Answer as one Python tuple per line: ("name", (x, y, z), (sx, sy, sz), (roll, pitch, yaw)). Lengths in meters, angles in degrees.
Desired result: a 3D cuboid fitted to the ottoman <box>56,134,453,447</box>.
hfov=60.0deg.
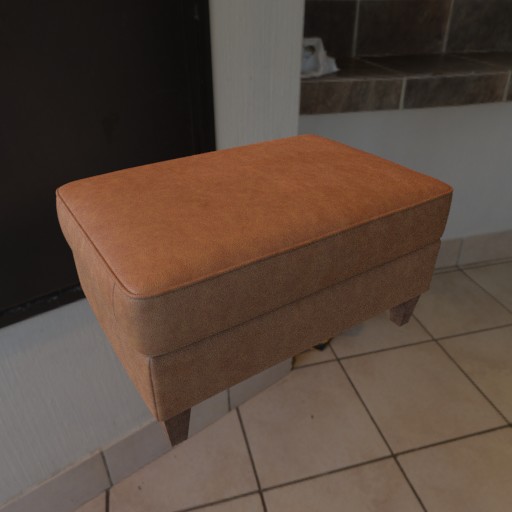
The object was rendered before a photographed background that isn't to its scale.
("ottoman", (0.000, 0.000, 1.189), (0.864, 0.483, 0.584), (-19, 36, -28))
